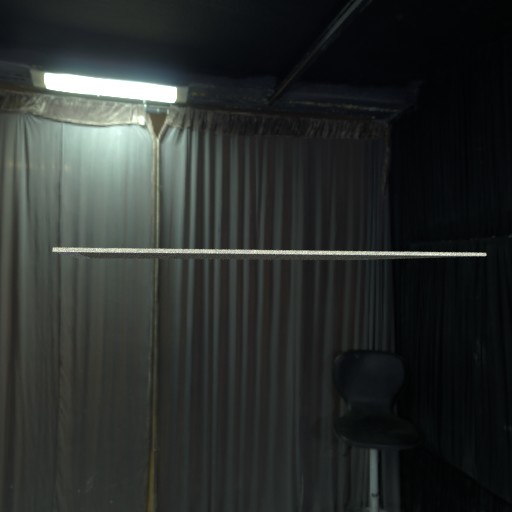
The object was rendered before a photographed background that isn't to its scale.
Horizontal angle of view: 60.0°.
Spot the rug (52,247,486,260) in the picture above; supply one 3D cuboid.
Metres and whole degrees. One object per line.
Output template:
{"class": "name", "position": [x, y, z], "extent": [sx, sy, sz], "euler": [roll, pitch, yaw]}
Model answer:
{"class": "rug", "position": [0.000, 0.000, 2.924], "extent": [2.297, 0.018, 1.532], "euler": [0, -1, -18]}
